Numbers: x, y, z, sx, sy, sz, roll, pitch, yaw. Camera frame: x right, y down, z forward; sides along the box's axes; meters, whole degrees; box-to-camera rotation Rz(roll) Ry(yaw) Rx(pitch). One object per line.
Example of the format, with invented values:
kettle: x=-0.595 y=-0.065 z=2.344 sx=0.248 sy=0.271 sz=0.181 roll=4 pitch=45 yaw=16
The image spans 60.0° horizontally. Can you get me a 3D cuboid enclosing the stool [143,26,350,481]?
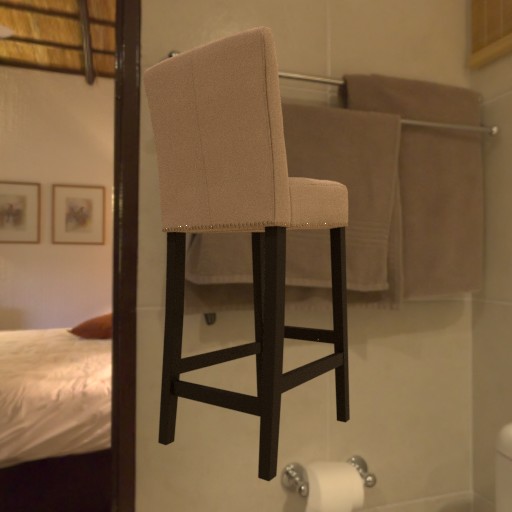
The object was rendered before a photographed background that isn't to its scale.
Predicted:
stool: x=0.000 y=0.000 z=1.306 sx=0.411 sy=1.047 sz=0.548 roll=-1 pitch=-1 yaw=35
